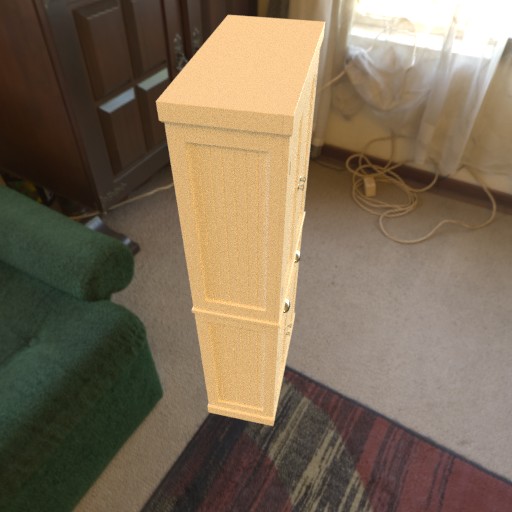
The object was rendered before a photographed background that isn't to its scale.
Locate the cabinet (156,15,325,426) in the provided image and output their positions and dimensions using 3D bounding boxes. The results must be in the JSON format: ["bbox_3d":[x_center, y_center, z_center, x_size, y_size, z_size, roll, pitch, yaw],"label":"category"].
[{"bbox_3d":[0.000,0.000,2.077,0.390,1.829,0.754,9,45,9],"label":"cabinet"}]
